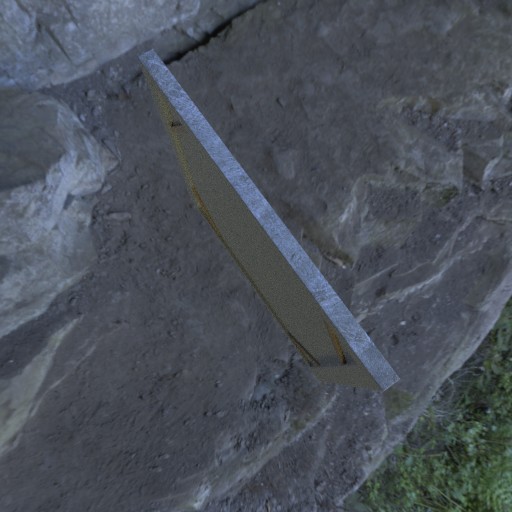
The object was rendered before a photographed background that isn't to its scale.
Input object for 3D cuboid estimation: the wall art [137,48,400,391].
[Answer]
[{"bbox_3d":[0.000,0.000,1.660,0.051,1.091,1.092,-34,78,-8],"label":"wall art"}]
